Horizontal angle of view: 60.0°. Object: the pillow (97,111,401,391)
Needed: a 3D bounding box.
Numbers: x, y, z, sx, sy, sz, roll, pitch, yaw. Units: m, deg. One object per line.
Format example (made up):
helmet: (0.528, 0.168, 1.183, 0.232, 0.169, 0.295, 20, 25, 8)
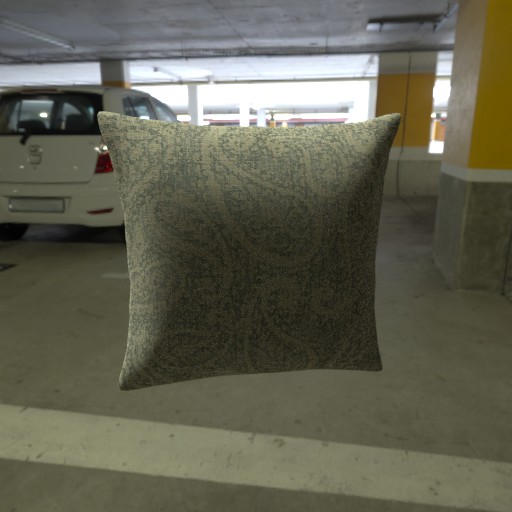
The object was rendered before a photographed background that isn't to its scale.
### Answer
pillow: (0.000, 0.000, 0.818, 0.526, 0.507, 0.166, -2, 15, -8)
